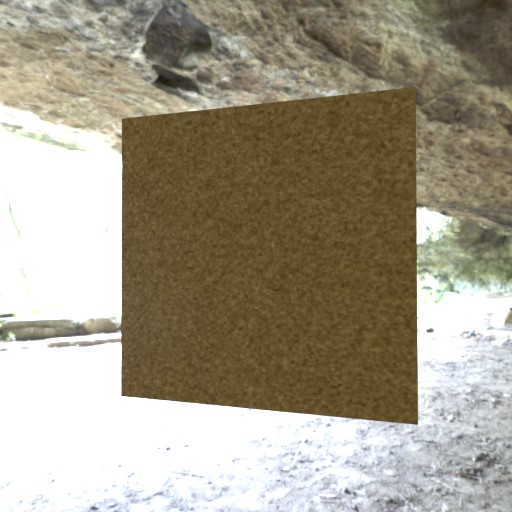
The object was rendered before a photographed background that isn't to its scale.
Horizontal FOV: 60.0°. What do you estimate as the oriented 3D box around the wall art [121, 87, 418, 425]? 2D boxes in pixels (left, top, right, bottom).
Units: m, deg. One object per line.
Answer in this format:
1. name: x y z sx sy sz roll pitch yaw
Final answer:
1. wall art: 0.000 0.000 0.652 0.446 0.445 0.014 0 -1 16
